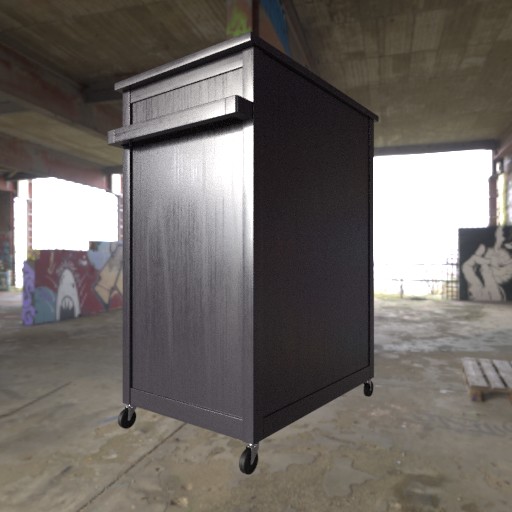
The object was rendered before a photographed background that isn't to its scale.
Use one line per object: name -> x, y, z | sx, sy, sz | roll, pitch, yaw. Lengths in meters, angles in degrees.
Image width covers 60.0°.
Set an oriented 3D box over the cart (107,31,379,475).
cart -> 0.000, 0.000, 1.252 | 0.449, 0.878, 0.690 | 0, 0, 37
